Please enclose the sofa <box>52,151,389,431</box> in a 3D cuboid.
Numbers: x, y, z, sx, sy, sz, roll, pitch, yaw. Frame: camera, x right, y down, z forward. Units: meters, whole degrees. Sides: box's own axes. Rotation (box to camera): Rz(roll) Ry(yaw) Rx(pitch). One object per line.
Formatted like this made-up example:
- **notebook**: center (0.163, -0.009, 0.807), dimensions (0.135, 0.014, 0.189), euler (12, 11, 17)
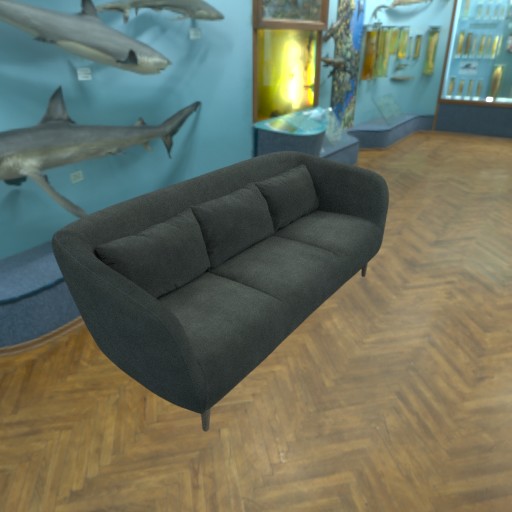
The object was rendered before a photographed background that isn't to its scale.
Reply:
- **sofa**: center (0.000, 0.000, 2.743), dimensions (0.956, 0.875, 2.296), euler (17, 31, 31)
